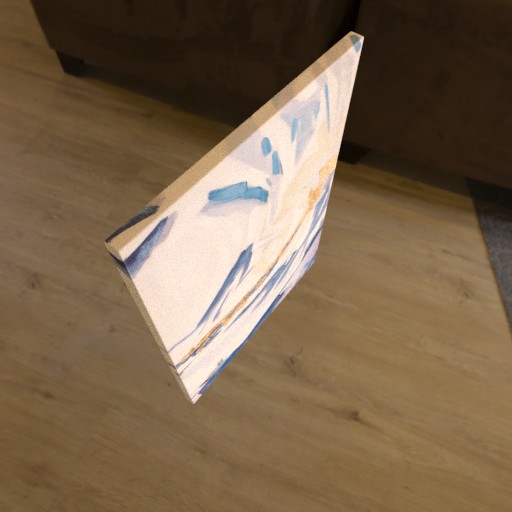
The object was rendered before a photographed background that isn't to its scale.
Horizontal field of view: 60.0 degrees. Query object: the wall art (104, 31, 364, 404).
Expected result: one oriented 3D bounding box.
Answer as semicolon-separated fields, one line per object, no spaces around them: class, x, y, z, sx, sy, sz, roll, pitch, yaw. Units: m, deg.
wall art;0.000;0.000;1.310;0.038;1.015;0.761;34;64;19
